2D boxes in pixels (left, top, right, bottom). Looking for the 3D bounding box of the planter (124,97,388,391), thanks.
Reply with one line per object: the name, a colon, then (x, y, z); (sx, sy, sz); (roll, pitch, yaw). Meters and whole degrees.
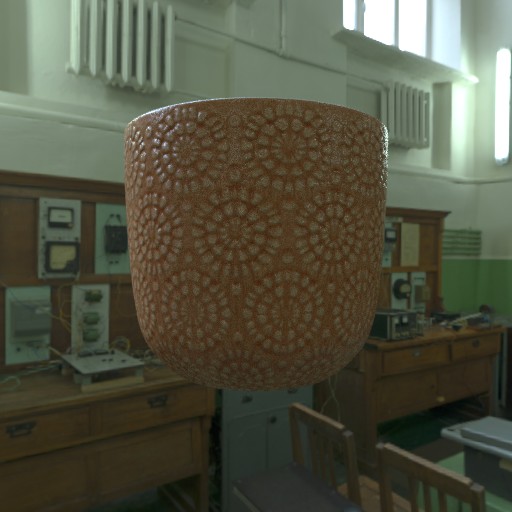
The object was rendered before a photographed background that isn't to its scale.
planter: (0.000, 0.000, 0.365); (0.208, 0.190, 0.208); (0, 1, 0)
